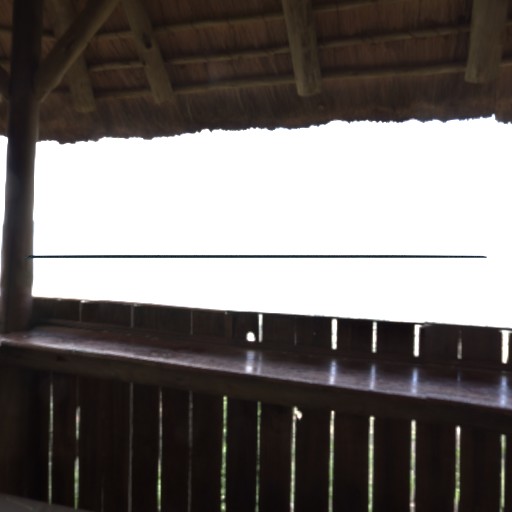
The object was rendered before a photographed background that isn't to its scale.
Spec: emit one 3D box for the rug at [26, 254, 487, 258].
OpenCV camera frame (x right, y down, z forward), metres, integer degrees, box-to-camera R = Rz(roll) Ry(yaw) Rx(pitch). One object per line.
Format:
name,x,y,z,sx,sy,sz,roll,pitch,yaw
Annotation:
rug,0.000,0.000,3.569,2.769,0.018,1.830,0,0,-1
